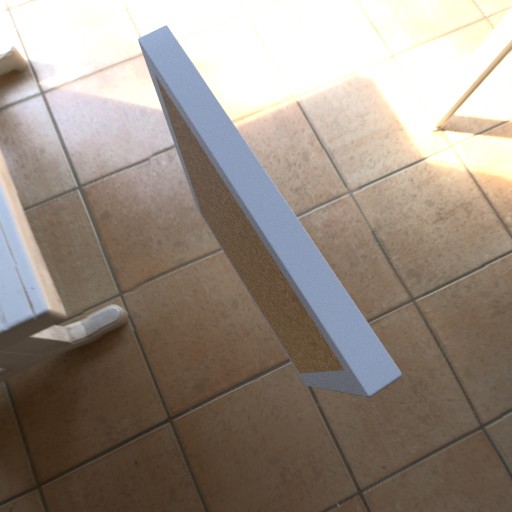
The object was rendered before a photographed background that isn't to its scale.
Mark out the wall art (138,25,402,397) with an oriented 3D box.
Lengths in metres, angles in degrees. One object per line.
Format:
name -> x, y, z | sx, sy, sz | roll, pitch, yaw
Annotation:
wall art -> 0.000, 0.000, 0.513 | 0.028, 0.381, 0.331 | -30, 77, -8
